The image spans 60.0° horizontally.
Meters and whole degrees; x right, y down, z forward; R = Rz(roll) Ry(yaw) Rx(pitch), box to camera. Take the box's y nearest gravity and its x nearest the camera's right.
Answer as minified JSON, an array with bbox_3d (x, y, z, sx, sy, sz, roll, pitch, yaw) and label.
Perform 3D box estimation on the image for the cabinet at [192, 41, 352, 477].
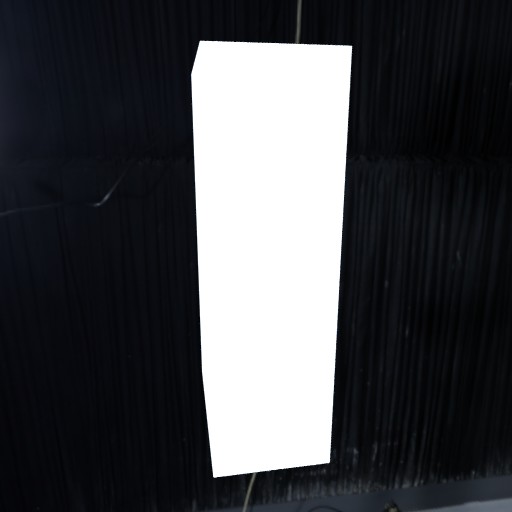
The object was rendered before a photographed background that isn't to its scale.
[{"bbox_3d":[0.000,0.000,2.381,0.580,1.920,0.980,-3,16,-9],"label":"cabinet"}]
